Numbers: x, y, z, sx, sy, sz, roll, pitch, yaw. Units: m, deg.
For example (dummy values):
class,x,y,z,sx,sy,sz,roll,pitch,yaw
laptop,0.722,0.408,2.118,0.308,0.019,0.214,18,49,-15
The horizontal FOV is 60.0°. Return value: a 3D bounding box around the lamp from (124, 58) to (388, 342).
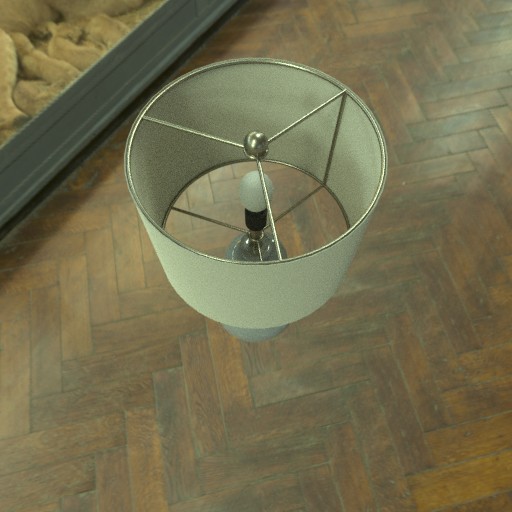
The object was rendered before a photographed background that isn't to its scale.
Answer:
class,x,y,z,sx,sy,sz,roll,pitch,yaw
lamp,0.000,0.000,0.923,0.367,0.730,0.367,2,63,1
